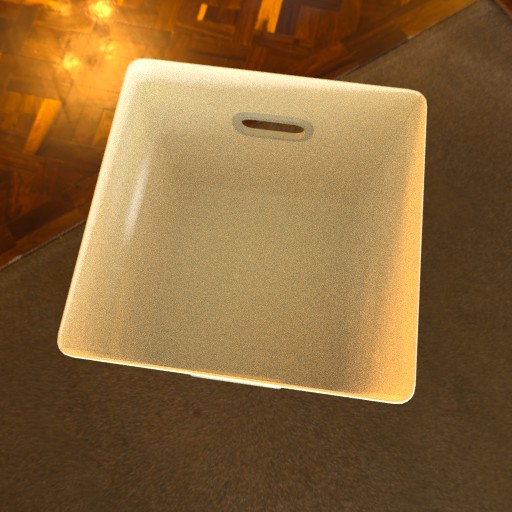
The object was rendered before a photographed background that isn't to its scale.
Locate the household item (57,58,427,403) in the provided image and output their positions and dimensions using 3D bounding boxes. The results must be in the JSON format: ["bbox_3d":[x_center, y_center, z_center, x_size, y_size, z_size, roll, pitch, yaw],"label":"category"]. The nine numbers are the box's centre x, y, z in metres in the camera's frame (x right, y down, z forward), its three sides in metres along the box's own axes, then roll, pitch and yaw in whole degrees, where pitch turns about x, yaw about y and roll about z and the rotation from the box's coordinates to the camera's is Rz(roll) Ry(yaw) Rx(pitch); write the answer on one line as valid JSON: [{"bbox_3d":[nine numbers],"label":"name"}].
[{"bbox_3d":[0.000,0.000,0.552,0.305,0.305,0.305,8,75,2],"label":"household item"}]
